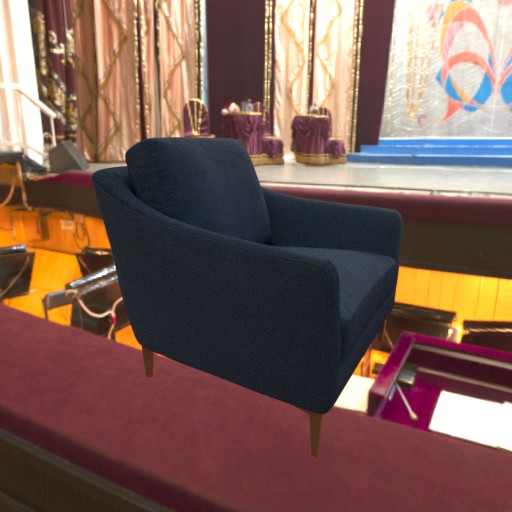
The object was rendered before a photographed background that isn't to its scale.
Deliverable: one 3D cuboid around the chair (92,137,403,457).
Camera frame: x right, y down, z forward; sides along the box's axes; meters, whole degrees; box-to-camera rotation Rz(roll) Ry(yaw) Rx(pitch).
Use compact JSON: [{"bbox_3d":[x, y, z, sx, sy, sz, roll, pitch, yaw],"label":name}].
[{"bbox_3d":[0.000,0.000,1.736,0.961,0.899,0.987,7,16,27],"label":"chair"}]
